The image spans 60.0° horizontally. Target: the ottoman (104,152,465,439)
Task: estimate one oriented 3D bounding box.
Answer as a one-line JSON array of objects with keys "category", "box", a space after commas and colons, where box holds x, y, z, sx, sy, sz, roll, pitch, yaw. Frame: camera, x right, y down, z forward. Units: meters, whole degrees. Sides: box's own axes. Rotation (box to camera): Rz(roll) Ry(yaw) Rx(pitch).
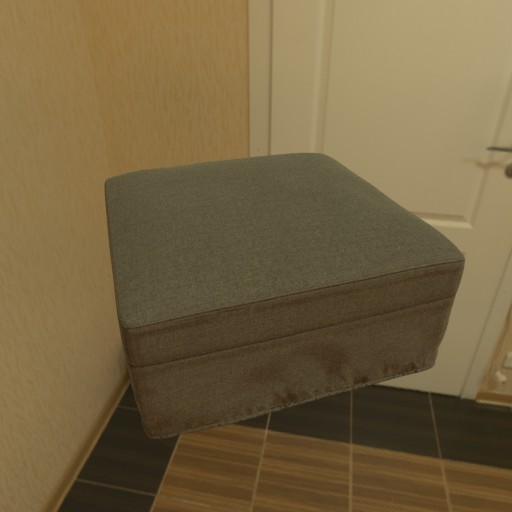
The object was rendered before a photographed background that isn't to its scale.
[{"category": "ottoman", "box": [0.000, 0.000, 1.374, 0.840, 0.436, 0.843, -10, 33, -15]}]
